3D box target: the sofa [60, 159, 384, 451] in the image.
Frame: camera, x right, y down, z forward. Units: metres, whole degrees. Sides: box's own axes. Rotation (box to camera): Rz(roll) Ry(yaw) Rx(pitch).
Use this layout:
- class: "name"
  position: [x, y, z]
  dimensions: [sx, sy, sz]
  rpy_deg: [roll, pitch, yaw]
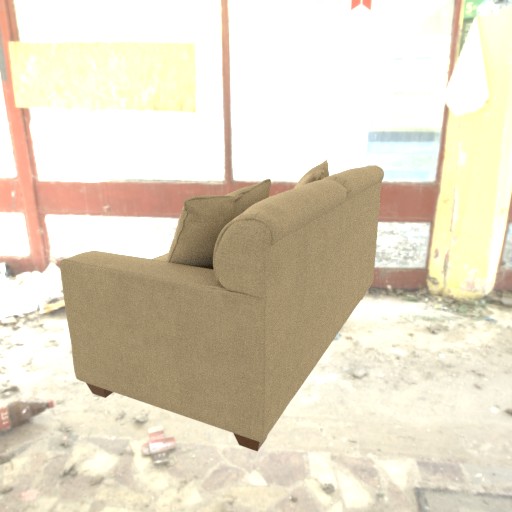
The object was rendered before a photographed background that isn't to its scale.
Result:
- class: "sofa"
  position: [0.000, 0.000, 2.464]
  dimensions: [0.998, 0.958, 1.846]
  rpy_deg: [8, 19, 25]
